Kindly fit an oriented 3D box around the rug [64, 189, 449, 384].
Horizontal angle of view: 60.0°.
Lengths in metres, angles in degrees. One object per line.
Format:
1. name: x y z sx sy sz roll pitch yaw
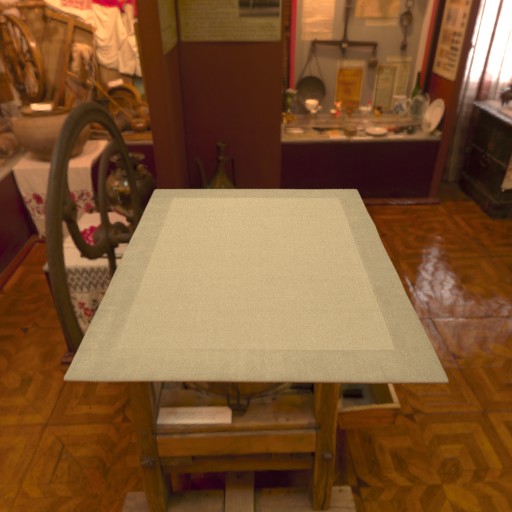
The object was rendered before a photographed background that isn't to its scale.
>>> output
1. rug: 0.000 0.000 4.030 2.430 0.018 2.976 0 32 0
